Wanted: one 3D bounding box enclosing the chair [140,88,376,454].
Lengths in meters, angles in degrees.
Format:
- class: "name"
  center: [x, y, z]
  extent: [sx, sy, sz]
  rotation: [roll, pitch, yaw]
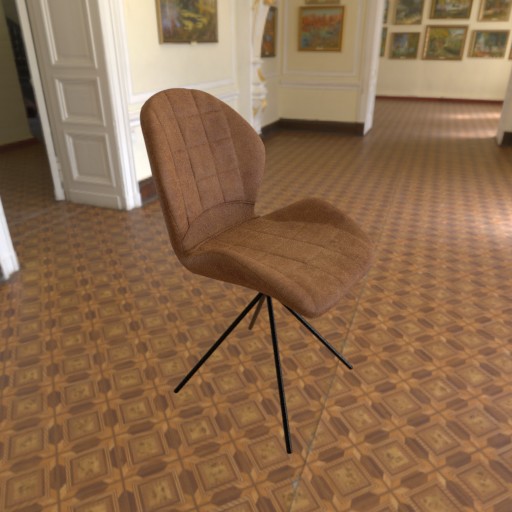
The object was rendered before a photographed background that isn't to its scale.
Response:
- class: "chair"
  center: [0.000, 0.000, 1.346]
  extent: [0.640, 0.929, 0.527]
  rotation: [16, 30, 30]
